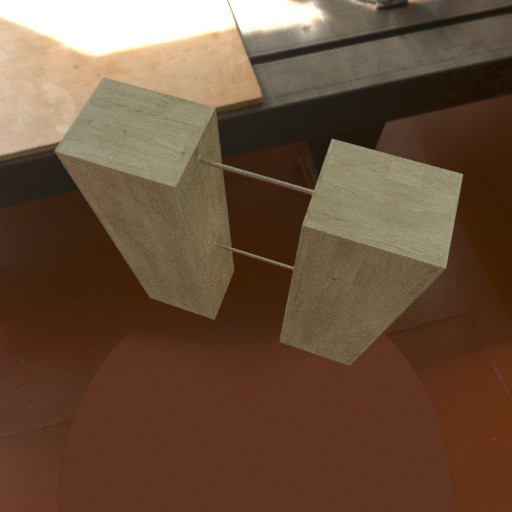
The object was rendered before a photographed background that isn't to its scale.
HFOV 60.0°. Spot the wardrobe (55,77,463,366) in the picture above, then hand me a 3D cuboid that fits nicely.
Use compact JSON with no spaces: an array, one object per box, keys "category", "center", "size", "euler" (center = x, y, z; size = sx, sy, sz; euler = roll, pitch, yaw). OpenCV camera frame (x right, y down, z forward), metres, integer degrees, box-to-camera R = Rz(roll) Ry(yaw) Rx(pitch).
[{"category":"wardrobe","center":[0.000,0.000,2.892],"size":[1.770,2.000,0.480],"euler":[17,66,8]}]
